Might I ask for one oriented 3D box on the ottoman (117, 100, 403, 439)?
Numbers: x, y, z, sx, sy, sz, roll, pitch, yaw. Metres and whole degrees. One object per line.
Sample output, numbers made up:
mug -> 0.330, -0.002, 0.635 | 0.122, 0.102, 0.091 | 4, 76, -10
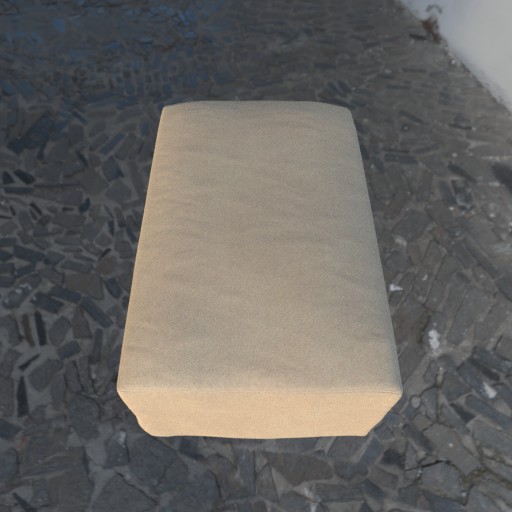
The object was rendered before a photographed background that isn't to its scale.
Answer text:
ottoman -> 0.000, 0.000, 1.215 | 0.590, 0.444, 0.872 | 0, 57, 0
